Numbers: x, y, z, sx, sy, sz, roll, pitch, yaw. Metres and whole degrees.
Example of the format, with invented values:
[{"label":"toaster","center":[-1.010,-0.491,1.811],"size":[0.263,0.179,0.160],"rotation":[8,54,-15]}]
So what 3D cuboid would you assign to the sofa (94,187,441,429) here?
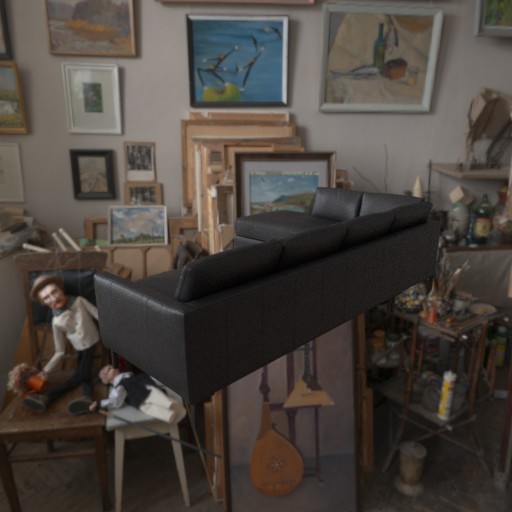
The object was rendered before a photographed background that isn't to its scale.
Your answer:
[{"label":"sofa","center":[0.000,0.000,3.754],"size":[1.938,0.877,2.984],"rotation":[15,22,42]}]
